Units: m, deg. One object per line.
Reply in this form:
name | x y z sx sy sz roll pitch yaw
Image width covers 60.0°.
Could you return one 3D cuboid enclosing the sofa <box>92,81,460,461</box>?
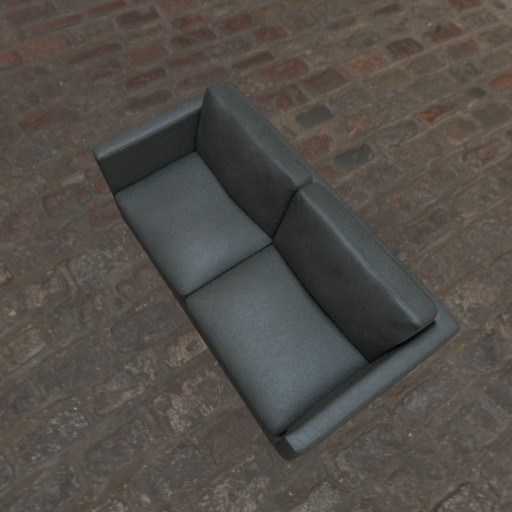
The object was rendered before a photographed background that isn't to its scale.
sofa | 0.000 0.000 2.432 0.951 0.933 1.883 -32 67 -15
